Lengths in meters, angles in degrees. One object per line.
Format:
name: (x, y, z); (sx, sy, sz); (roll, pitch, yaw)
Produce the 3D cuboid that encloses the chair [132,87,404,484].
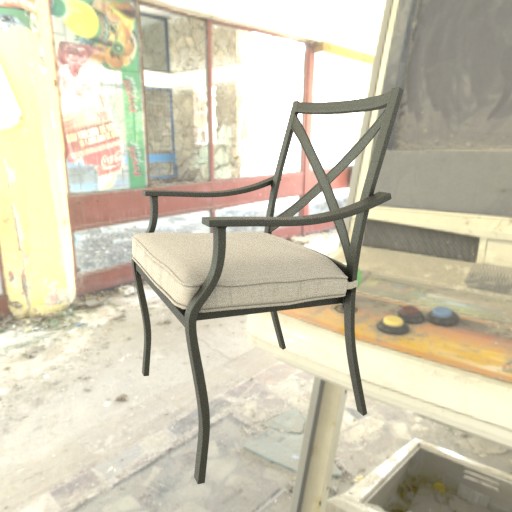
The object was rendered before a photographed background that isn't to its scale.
chair: (0.000, 0.000, 1.270); (0.620, 0.889, 0.575); (-7, 17, -26)
